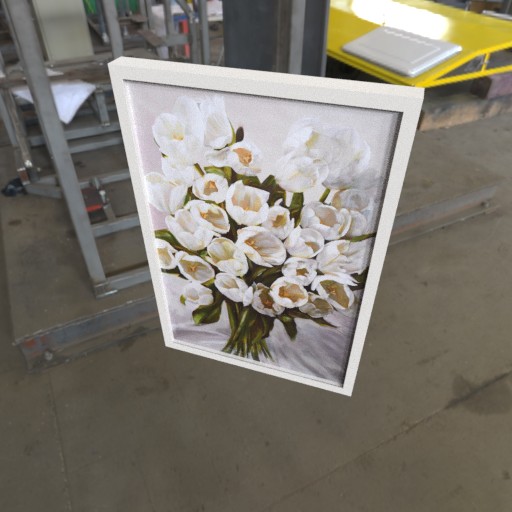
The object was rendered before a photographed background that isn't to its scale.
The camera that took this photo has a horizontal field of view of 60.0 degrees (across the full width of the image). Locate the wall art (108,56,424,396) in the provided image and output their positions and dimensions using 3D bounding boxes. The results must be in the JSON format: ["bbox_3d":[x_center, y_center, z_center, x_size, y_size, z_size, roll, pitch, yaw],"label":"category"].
[{"bbox_3d":[0.000,0.000,0.539,0.293,0.428,0.025,12,41,14],"label":"wall art"}]
